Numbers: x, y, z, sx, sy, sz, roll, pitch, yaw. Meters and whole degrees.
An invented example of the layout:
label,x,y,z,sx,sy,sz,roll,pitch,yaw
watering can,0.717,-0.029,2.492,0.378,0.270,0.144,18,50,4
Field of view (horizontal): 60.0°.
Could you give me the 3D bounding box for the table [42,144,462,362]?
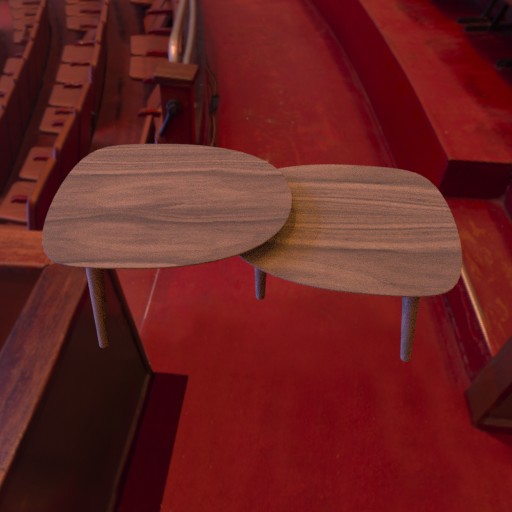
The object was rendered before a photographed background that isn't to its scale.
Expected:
label,x,y,z,sx,sy,sz,roll,pitch,yaw
table,0.000,0.000,1.334,1.084,0.429,0.527,2,46,2
